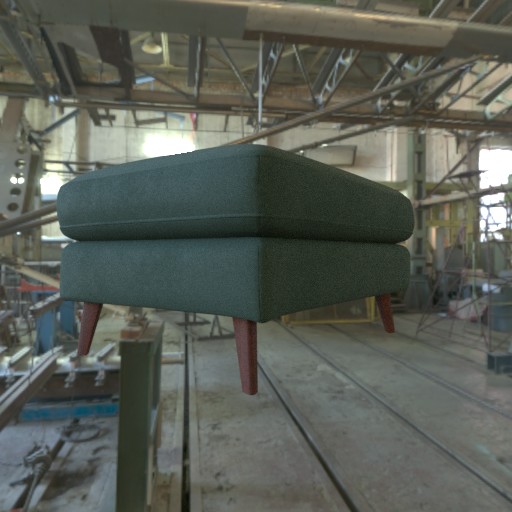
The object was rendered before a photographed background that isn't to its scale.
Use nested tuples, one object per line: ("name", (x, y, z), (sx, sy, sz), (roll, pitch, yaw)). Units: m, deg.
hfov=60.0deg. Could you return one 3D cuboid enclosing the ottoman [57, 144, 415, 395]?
("ottoman", (0.000, 0.000, 1.158), (0.608, 0.449, 0.811), (0, 1, 36))
